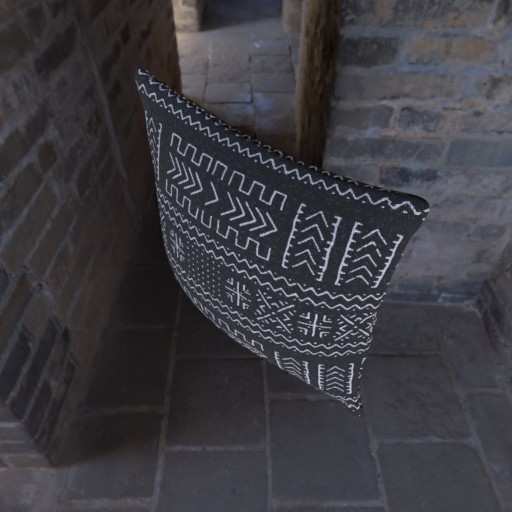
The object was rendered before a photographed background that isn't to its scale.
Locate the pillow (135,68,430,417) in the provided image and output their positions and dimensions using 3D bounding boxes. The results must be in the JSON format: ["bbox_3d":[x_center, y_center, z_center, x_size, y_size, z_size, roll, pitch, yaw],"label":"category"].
[{"bbox_3d":[0.000,0.000,0.645,0.438,0.430,0.164,33,54,28],"label":"pillow"}]
